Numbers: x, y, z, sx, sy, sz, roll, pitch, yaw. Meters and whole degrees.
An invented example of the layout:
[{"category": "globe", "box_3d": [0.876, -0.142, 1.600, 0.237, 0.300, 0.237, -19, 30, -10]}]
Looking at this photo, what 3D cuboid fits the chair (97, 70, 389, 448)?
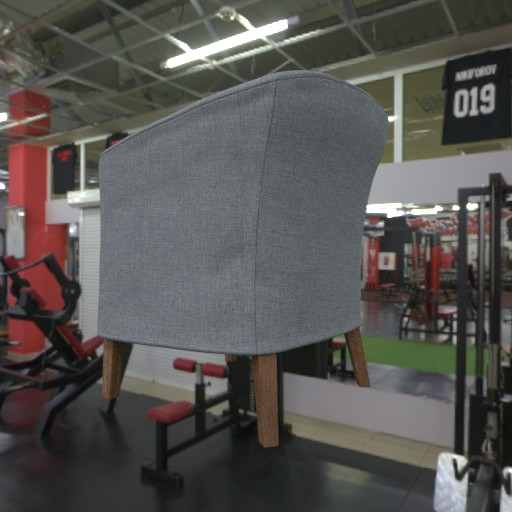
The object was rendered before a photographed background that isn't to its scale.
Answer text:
[{"category": "chair", "box_3d": [0.000, 0.000, 1.237, 0.668, 0.771, 0.600, 0, 0, 36]}]
